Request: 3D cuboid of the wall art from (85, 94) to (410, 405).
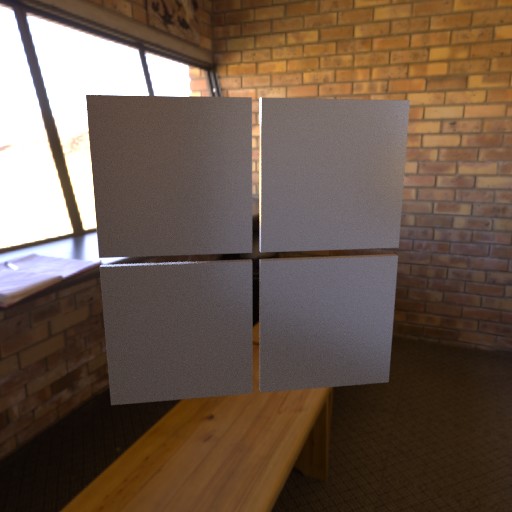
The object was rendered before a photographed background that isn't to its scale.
[{"bbox_3d":[0.000,0.000,1.654,1.118,1.118,0.029,-2,13,-9],"label":"wall art"}]
